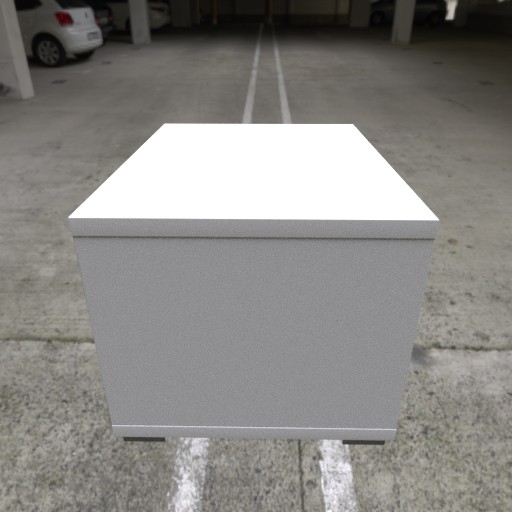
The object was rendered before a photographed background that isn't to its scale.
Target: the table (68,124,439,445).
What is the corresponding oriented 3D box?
[{"bbox_3d":[0.000,0.000,0.785,0.399,0.357,0.517,0,27,1],"label":"table"}]
